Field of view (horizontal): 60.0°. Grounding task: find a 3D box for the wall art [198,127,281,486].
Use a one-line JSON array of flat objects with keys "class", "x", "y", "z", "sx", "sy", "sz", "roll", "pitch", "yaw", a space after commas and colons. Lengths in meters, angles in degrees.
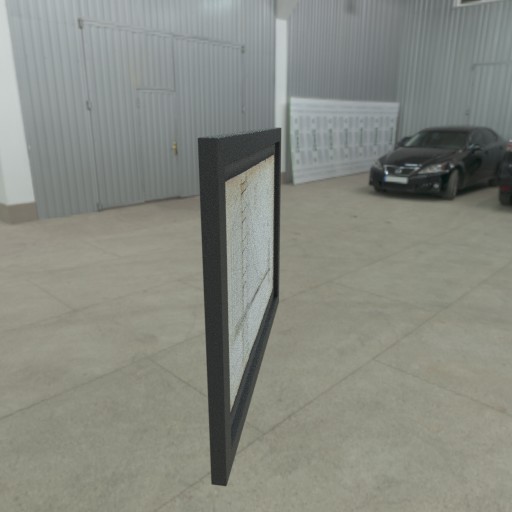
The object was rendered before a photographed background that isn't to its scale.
[{"class": "wall art", "x": 0.000, "y": 0.000, "z": 0.562, "sx": 0.016, "sy": 0.306, "sz": 0.432, "roll": 3, "pitch": 17, "yaw": 9}]
